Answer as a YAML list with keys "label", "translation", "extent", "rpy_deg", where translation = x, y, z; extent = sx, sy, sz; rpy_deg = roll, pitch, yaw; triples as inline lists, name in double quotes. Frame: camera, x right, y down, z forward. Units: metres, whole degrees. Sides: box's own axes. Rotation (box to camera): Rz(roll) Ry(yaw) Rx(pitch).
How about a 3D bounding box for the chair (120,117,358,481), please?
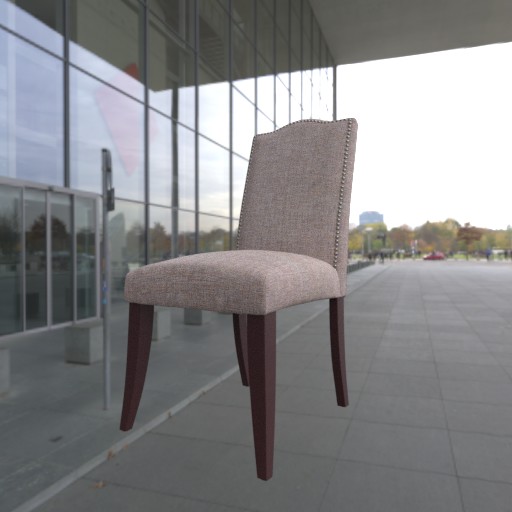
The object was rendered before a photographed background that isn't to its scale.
- label: "chair"
  translation: [0.000, 0.000, 1.413]
  extent: [0.513, 1.016, 0.660]
  rpy_deg: [0, 1, 35]
